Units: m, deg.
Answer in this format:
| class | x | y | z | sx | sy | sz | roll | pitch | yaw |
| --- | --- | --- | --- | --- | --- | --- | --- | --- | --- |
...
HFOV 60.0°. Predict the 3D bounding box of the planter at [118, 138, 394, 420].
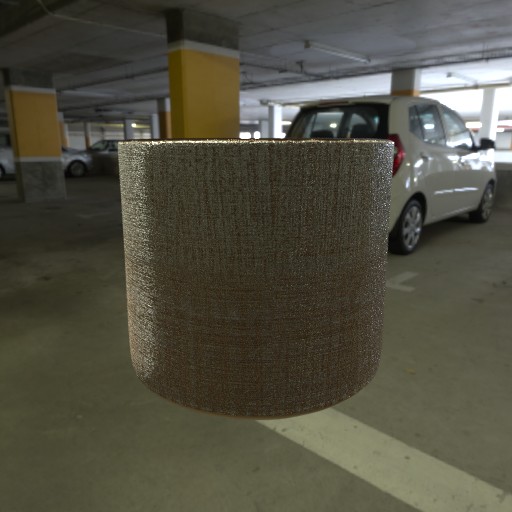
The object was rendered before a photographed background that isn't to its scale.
| class | x | y | z | sx | sy | sz | roll | pitch | yaw |
| --- | --- | --- | --- | --- | --- | --- | --- | --- | --- |
| planter | 0.000 | 0.000 | 0.310 | 0.177 | 0.157 | 0.177 | 0 | 14 | 0 |
